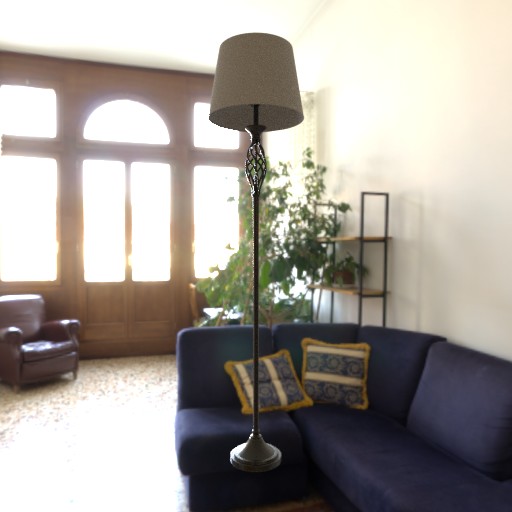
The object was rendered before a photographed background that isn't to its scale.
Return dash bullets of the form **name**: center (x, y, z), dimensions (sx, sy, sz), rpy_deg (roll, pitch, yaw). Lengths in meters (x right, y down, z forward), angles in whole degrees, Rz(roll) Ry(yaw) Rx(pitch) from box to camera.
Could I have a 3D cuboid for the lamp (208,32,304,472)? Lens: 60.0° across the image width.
- **lamp**: center (0.000, 0.000, 1.758), dimensions (0.379, 1.623, 0.379), rpy_deg (0, 1, 0)
